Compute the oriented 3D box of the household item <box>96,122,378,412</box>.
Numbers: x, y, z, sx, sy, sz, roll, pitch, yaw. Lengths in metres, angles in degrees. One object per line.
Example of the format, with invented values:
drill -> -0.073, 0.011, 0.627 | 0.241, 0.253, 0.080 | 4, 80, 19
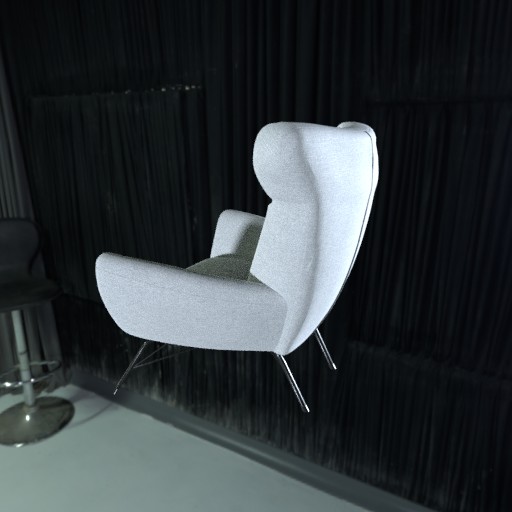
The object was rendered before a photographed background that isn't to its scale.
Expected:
household item -> 0.000, 0.000, 1.812 | 0.900, 1.050, 0.980 | 8, 19, 25
